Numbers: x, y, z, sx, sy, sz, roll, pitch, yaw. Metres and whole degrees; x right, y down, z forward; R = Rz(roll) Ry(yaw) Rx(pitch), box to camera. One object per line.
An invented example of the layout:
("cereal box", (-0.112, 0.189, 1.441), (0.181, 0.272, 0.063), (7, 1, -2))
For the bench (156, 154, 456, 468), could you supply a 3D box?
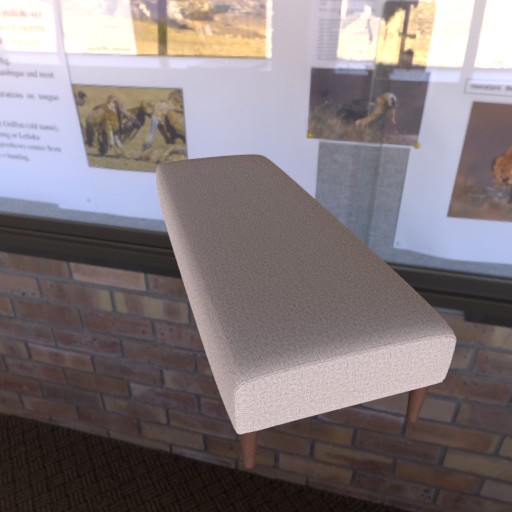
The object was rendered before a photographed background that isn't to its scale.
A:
("bench", (0.000, 0.000, 1.787), (0.631, 0.383, 1.598), (-9, 31, -15))
